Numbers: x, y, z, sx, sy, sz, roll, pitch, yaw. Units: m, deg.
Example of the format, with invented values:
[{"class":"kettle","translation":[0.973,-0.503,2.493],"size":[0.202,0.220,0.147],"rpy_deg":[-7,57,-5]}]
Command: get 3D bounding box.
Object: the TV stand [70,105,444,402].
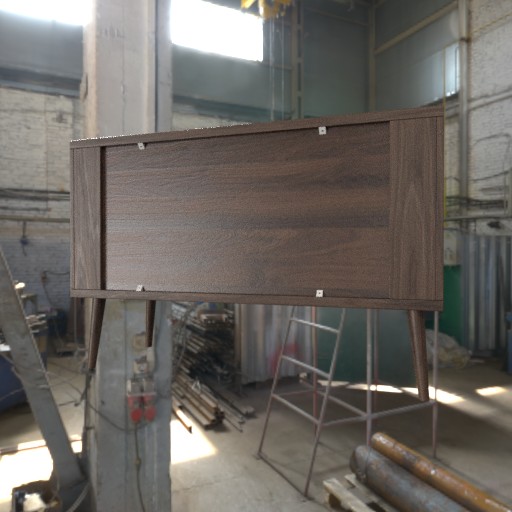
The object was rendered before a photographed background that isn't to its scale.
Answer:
[{"class":"TV stand","translation":[0.000,0.000,1.309],"size":[0.990,0.660,0.405],"rpy_deg":[0,0,18]}]
